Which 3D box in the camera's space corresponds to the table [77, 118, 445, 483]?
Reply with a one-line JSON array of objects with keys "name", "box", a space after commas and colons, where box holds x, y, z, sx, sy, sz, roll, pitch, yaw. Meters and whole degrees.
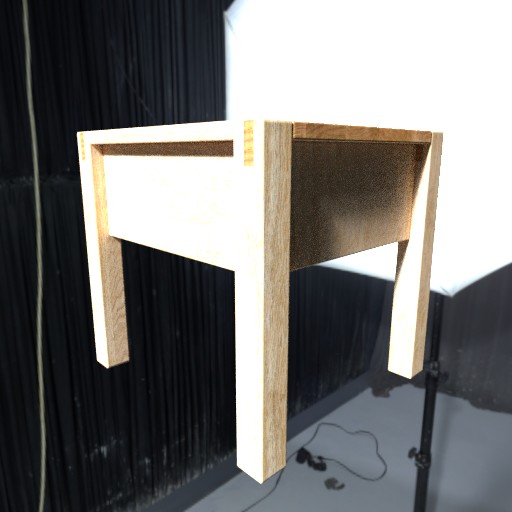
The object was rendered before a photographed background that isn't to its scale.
[{"name": "table", "box": [0.000, 0.000, 0.833, 0.440, 0.450, 0.480, -12, 18, -42]}]
